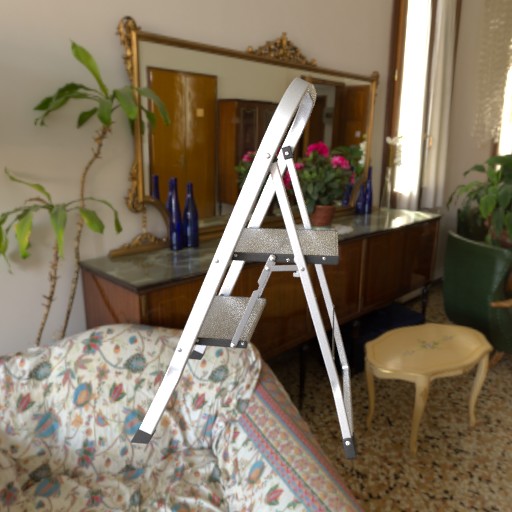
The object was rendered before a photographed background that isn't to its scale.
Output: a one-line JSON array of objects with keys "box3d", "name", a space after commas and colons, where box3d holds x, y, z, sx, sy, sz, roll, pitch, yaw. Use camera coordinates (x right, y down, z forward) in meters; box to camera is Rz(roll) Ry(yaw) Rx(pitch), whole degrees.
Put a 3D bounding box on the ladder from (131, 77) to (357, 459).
[{"box3d": [0.000, 0.000, 1.140, 0.530, 0.830, 0.465, 2, 14, 9], "name": "ladder"}]
